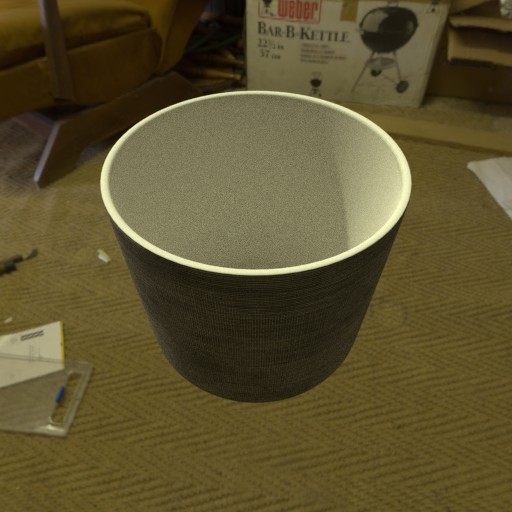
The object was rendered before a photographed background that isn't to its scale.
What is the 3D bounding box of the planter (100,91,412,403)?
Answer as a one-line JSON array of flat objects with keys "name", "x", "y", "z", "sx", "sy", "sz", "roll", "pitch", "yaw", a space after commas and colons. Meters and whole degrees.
[{"name": "planter", "x": 0.000, "y": 0.000, "z": 0.786, "sx": 0.440, "sy": 0.398, "sz": 0.440, "roll": 0, "pitch": 46, "yaw": 0}]
